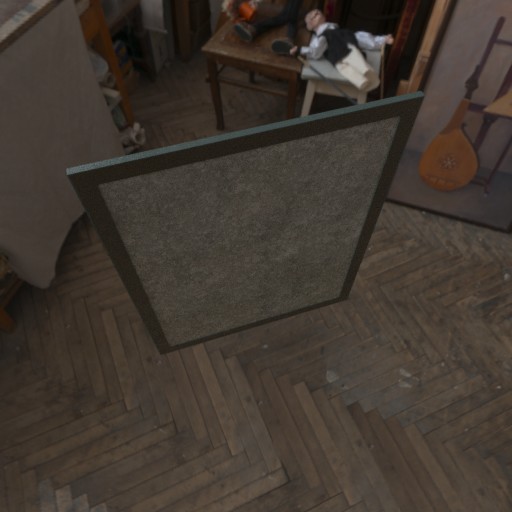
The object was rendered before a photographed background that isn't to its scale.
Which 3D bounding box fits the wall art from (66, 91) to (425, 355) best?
[{"bbox_3d":[0.000,0.000,1.329,0.767,0.983,0.030,-15,59,-9],"label":"wall art"}]
